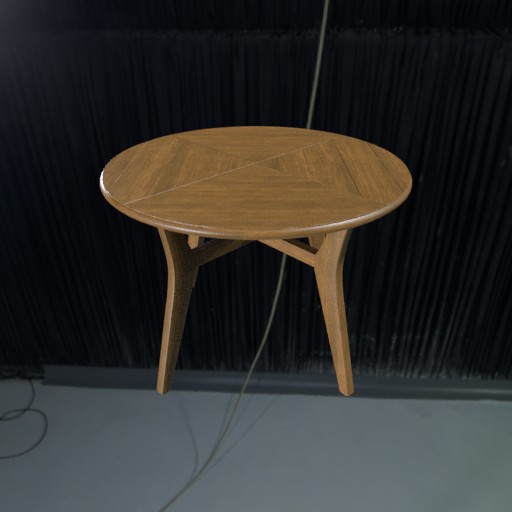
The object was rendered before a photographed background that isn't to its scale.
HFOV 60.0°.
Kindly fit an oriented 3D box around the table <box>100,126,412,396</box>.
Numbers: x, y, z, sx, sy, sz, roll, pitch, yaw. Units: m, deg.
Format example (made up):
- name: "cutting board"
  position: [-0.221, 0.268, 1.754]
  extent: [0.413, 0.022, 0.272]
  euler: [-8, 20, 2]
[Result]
- name: "table"
  position: [0.000, 0.000, 1.748]
  extent: [1.055, 0.757, 1.055]
  euler: [0, 30, 0]
